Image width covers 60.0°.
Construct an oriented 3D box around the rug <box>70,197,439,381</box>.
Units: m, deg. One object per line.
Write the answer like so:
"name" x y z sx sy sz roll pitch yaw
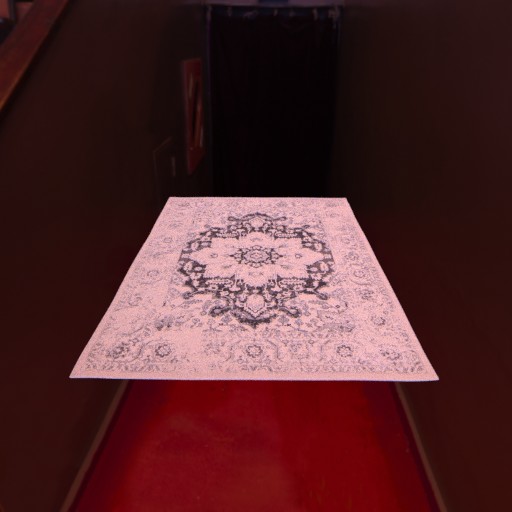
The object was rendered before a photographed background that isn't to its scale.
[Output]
"rug" 0.000 0.000 2.267 1.223 0.008 1.813 0 27 1
